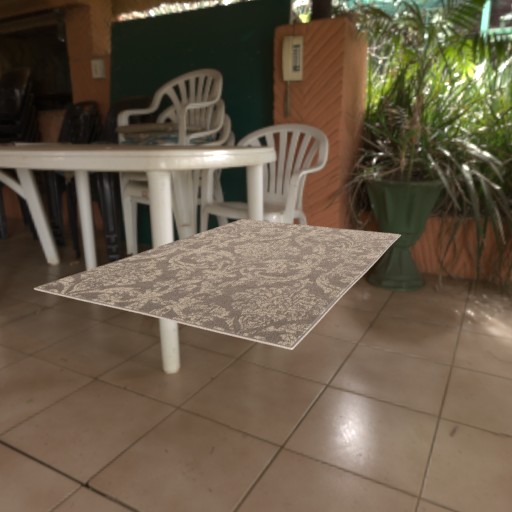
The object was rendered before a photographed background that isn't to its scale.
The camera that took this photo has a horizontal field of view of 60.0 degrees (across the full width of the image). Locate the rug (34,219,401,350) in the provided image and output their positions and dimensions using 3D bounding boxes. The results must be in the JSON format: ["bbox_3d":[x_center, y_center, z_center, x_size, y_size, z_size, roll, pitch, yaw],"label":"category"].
[{"bbox_3d":[0.000,0.000,2.415,1.206,0.012,1.824,8,17,27],"label":"rug"}]
